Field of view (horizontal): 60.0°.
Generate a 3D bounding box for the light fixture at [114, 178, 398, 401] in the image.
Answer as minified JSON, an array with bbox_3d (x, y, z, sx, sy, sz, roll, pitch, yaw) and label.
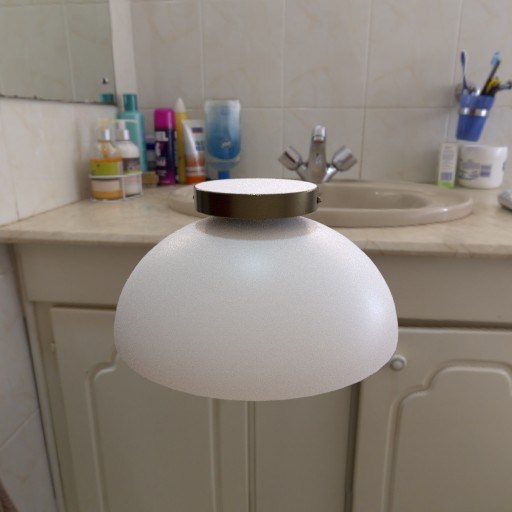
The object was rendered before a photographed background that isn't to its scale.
[{"bbox_3d":[0.000,0.000,0.555,0.355,0.177,0.355,0,16,0],"label":"light fixture"}]
